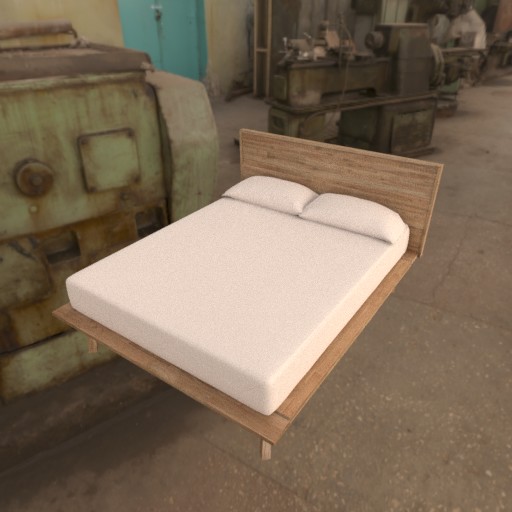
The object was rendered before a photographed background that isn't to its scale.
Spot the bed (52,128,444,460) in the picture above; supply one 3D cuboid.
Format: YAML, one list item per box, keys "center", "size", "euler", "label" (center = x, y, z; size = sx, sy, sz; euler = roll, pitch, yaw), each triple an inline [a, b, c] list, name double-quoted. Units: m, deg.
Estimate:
- center: [0.000, 0.000, 3.084]
  size: [1.759, 1.071, 2.145]
  euler: [19, 35, 30]
  label: "bed"
